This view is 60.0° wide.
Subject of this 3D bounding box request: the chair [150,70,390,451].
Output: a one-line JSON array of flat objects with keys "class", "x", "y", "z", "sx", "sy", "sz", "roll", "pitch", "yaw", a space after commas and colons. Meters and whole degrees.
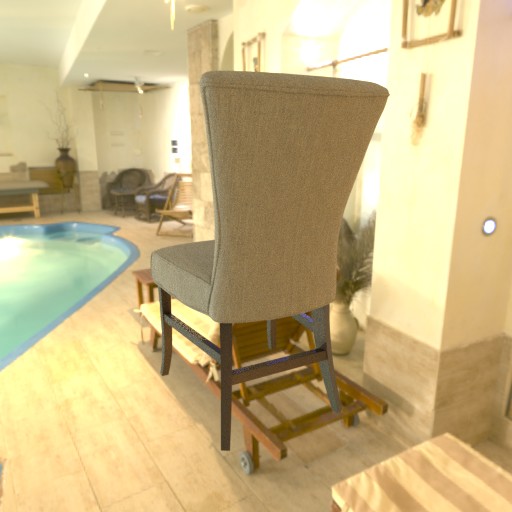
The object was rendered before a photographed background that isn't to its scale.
[{"class": "chair", "x": 0.000, "y": 0.000, "z": 1.383, "sx": 0.520, "sy": 0.991, "sz": 0.660, "roll": -7, "pitch": 16, "yaw": -27}]
